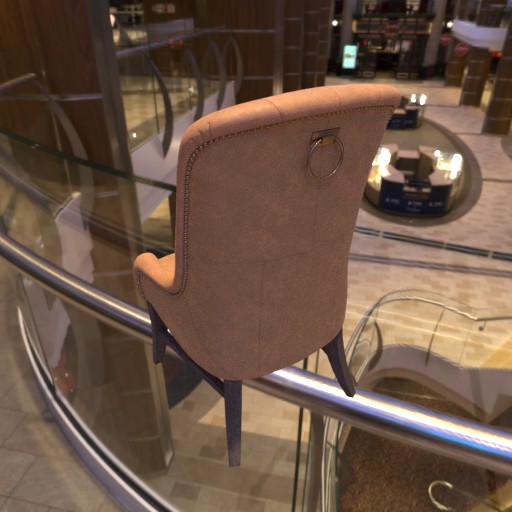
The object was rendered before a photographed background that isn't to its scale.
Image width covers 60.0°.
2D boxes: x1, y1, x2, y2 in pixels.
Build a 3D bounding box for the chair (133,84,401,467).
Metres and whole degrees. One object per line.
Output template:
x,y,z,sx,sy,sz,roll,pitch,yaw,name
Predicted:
0.000,0.000,1.407,0.634,1.091,0.629,-19,35,-29,chair
